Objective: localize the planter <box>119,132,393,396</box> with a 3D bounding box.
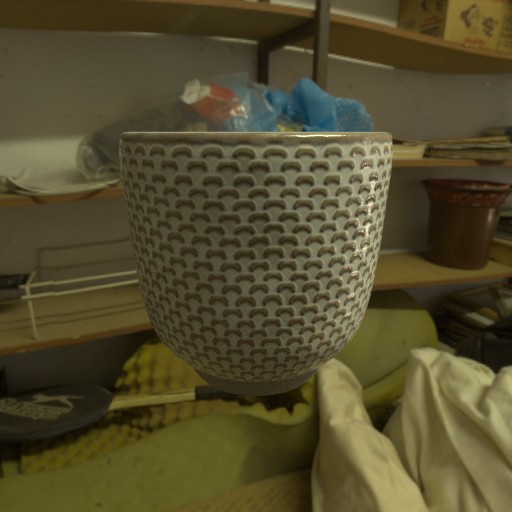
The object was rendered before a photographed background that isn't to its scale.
[{"bbox_3d":[0.000,0.000,0.354,0.197,0.191,0.197,0,16,0],"label":"planter"}]
